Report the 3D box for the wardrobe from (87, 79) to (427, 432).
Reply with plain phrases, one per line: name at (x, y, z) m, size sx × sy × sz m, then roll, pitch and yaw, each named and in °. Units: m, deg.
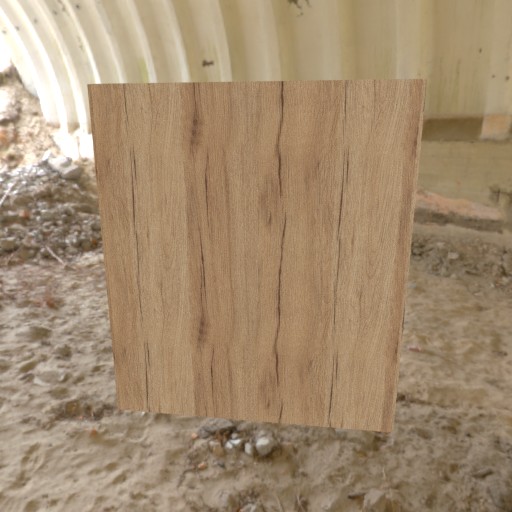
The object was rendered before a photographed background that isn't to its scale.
wardrobe at (0.000, 0.000, 2.891) m, size 1.810 × 2.070 × 0.580 m, roll 2°, pitch 16°, yaw 7°
